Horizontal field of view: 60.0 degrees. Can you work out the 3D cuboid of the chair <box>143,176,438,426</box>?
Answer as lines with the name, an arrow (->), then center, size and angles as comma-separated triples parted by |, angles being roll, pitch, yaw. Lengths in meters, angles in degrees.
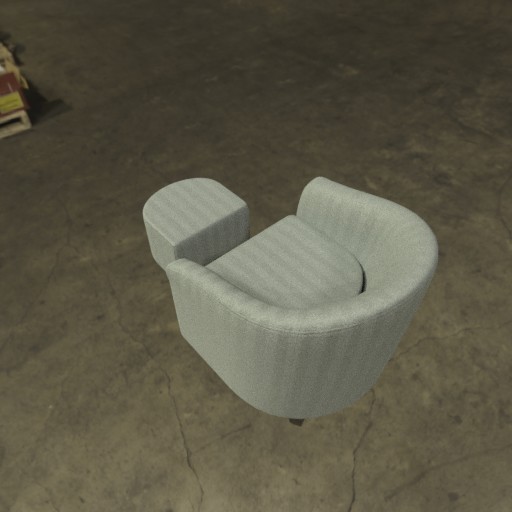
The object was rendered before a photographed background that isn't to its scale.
chair -> 0.000, 0.000, 1.765 | 0.756, 0.757, 1.288 | -33, 54, -27
